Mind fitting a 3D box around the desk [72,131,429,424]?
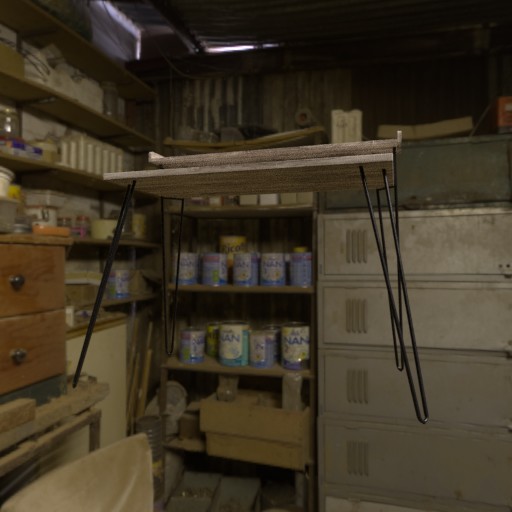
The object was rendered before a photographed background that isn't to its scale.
[{"bbox_3d":[0.000,0.000,1.618,1.135,0.899,0.605,0,-1,17],"label":"desk"}]
